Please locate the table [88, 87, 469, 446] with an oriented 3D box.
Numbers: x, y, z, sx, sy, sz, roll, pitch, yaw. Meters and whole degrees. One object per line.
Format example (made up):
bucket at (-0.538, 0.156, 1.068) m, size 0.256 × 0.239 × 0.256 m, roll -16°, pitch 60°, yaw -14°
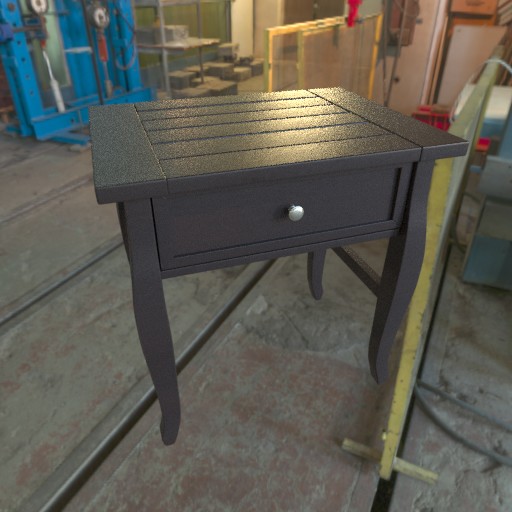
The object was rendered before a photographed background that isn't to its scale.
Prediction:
table at (0.000, 0.000, 1.005) m, size 0.602 × 0.605 × 0.460 m, roll -10°, pitch 34°, yaw -16°
